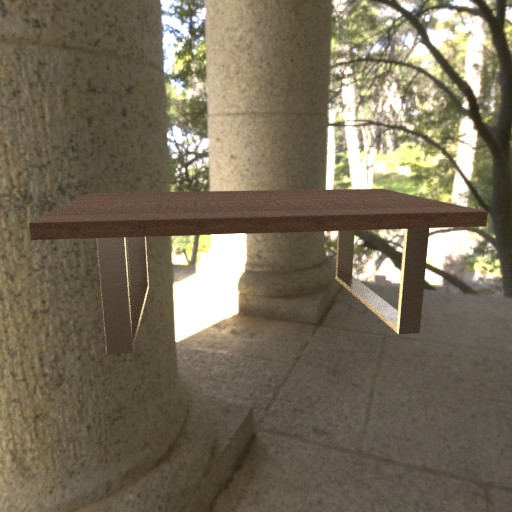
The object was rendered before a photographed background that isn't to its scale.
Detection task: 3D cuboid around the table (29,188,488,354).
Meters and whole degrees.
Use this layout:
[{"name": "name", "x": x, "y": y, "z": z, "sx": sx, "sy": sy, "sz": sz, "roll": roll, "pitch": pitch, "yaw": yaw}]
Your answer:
[{"name": "table", "x": 0.000, "y": 0.000, "z": 1.768, "sx": 1.400, "sy": 0.440, "sz": 0.800, "roll": -2, "pitch": 14, "yaw": -9}]
